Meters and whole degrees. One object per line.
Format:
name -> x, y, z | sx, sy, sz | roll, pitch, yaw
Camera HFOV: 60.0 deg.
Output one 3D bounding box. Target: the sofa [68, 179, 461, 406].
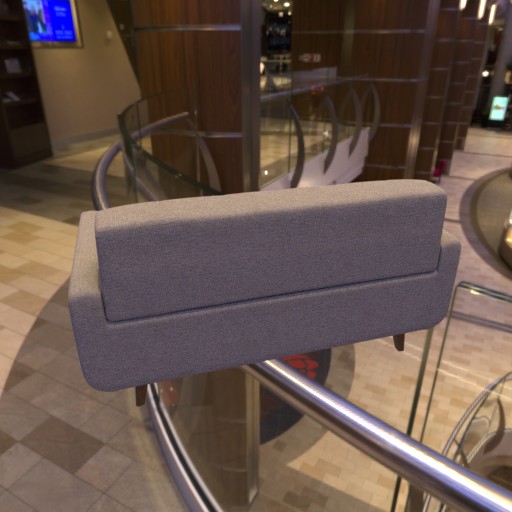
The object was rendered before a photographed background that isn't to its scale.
sofa -> 0.000, 0.000, 2.174 | 1.631, 0.841, 0.909 | -7, 26, -15
